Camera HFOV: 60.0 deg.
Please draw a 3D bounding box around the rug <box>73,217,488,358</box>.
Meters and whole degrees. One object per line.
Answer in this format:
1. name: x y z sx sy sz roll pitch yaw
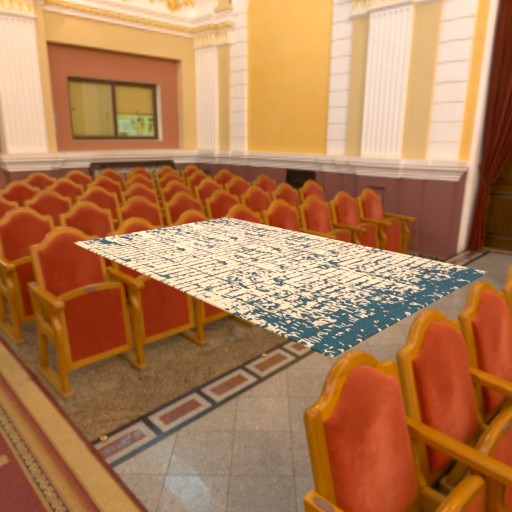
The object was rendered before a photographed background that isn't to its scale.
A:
1. rug: 0.000 0.000 3.002 1.517 0.011 2.435 -14 21 -41
